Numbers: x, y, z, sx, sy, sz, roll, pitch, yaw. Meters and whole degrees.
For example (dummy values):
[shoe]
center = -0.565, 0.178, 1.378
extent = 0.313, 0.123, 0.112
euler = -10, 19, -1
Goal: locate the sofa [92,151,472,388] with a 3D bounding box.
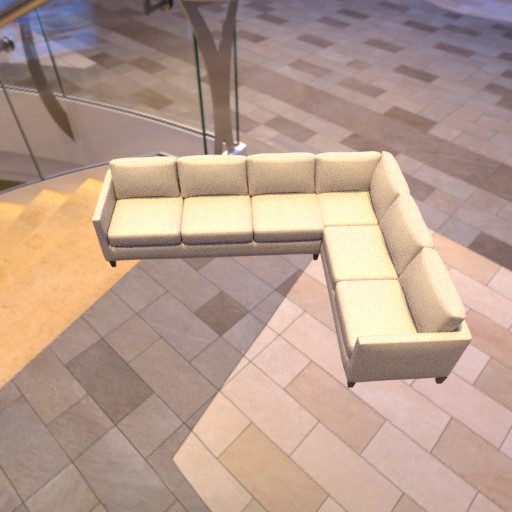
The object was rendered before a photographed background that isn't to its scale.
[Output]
[sofa]
center = 0.000, 0.000, 4.450
extent = 3.333, 0.934, 2.522
euler = -2, 46, -2
